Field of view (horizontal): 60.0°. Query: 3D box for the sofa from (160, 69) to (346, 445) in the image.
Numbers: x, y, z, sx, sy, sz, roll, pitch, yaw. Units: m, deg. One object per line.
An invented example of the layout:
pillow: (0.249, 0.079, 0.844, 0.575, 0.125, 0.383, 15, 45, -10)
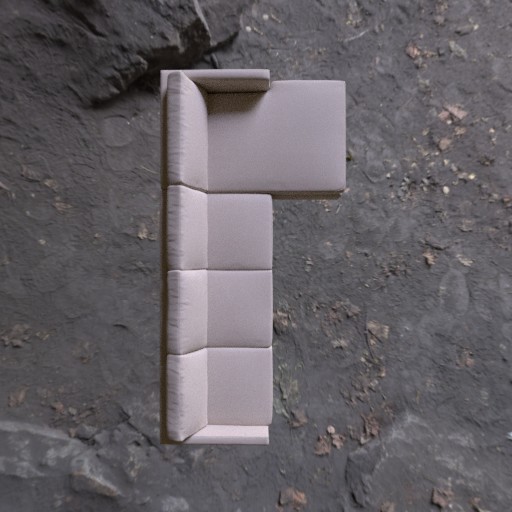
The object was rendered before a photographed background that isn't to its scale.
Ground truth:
sofa: (0.000, 0.000, 3.968, 1.622, 0.871, 3.206, 0, 90, 1)
